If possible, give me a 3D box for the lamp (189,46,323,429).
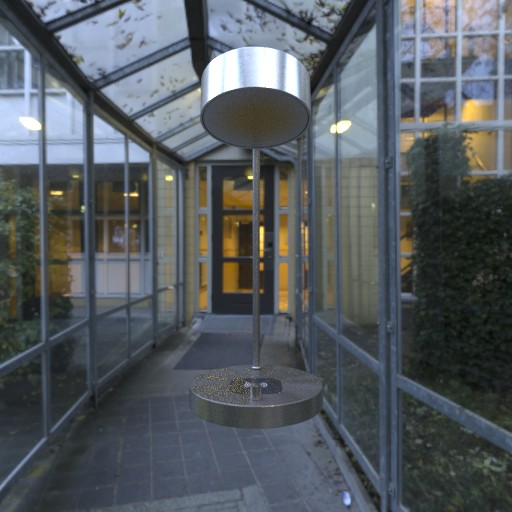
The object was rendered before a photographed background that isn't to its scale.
[{"bbox_3d":[0.000,0.000,0.641,0.211,0.469,0.334,0,1,0],"label":"lamp"}]
